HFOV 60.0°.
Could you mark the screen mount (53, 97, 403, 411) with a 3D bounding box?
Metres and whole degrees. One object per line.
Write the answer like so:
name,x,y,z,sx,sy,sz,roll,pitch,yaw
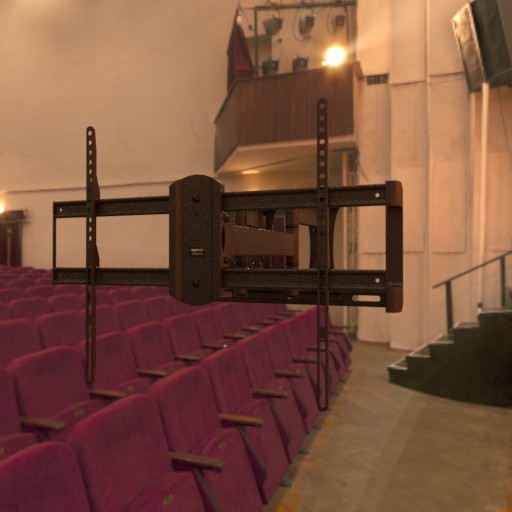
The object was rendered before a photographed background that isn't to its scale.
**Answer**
screen mount,0.000,0.000,1.068,0.661,0.491,0.644,0,0,19
